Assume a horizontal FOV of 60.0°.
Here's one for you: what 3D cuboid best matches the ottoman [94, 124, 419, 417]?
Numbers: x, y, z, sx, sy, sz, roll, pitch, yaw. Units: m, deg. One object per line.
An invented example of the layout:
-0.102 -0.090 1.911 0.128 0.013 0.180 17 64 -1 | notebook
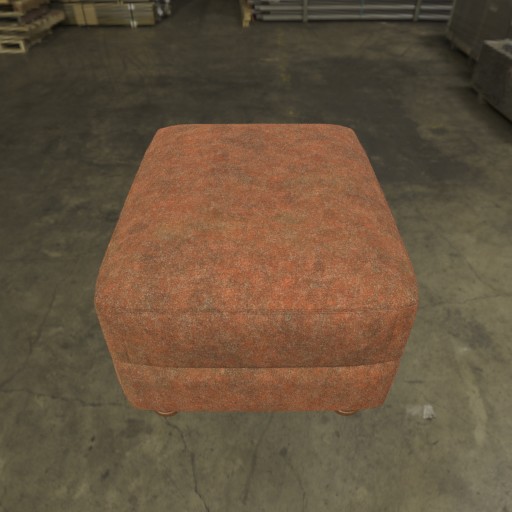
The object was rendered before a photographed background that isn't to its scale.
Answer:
0.000 0.000 1.169 0.635 0.508 0.787 0 40 0 | ottoman
